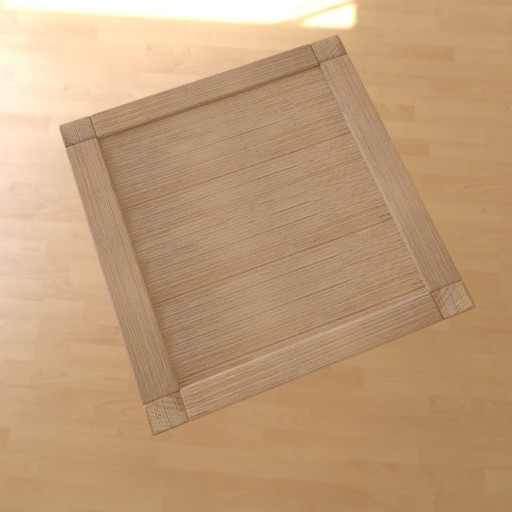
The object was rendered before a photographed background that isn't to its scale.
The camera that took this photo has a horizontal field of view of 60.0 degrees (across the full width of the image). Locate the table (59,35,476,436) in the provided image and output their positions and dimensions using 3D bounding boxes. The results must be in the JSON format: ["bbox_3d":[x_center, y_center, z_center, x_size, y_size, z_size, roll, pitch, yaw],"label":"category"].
[{"bbox_3d":[0.000,0.000,1.046,0.558,0.610,0.559,-20,76,-5],"label":"table"}]
